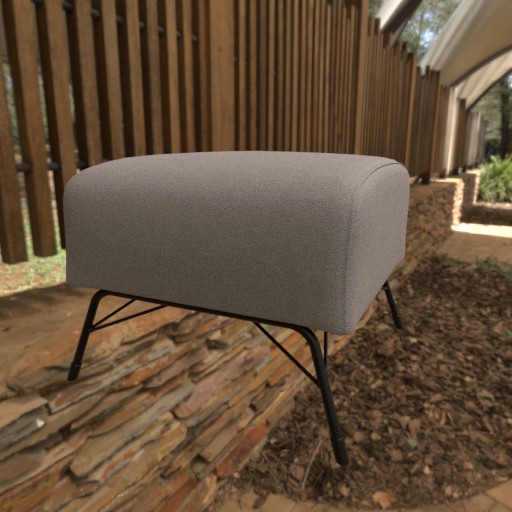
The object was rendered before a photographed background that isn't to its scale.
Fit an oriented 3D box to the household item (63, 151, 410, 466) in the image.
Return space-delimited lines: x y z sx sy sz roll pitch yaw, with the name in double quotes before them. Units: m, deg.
"household item" 0.000 0.000 0.889 0.530 0.410 0.530 7 15 25
